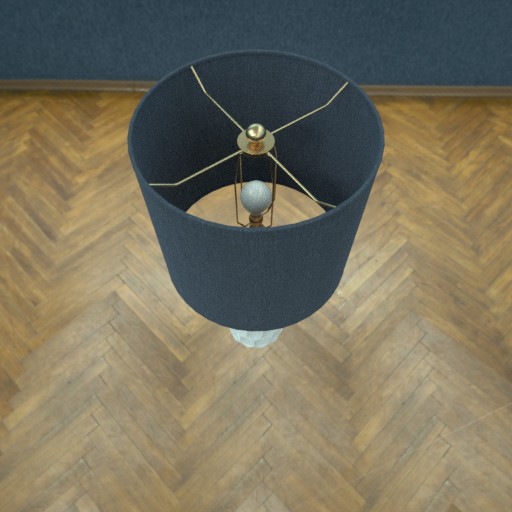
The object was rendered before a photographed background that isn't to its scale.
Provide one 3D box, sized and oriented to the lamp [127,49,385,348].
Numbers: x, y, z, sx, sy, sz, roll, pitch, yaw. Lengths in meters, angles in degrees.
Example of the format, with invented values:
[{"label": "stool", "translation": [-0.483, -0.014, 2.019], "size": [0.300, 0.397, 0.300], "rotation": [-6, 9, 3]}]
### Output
[{"label": "lamp", "translation": [0.000, 0.000, 0.709], "size": [0.277, 0.537, 0.277], "rotation": [2, 58, 1]}]
